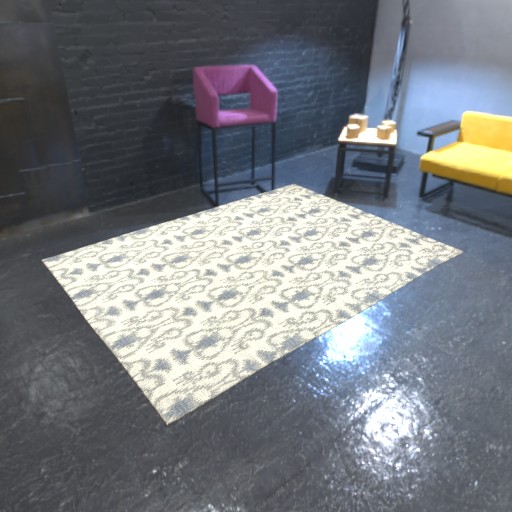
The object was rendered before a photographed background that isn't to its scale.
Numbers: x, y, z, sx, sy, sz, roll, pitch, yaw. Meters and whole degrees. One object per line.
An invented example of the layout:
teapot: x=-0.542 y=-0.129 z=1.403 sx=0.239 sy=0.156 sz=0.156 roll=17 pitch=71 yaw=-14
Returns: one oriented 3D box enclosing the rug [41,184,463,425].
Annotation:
rug: x=0.000 y=0.000 z=2.937 sx=2.261 sy=0.013 sz=1.676 roll=-22 pitch=36 yaw=-33
